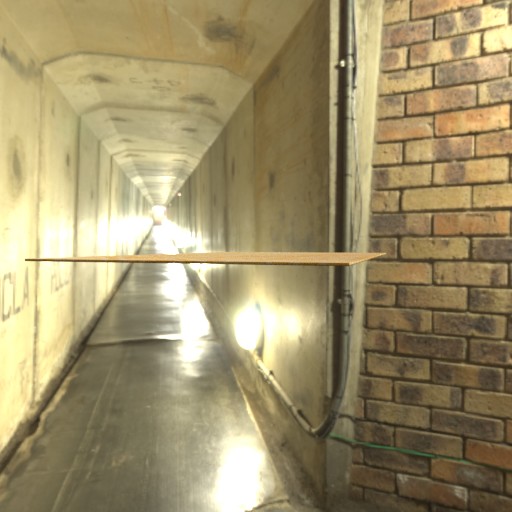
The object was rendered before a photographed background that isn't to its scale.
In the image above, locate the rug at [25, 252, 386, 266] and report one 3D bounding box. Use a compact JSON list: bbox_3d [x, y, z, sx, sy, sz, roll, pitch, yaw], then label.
[{"bbox_3d":[0.000,0.000,2.320,1.213,0.010,1.829,0,1,20],"label":"rug"}]
